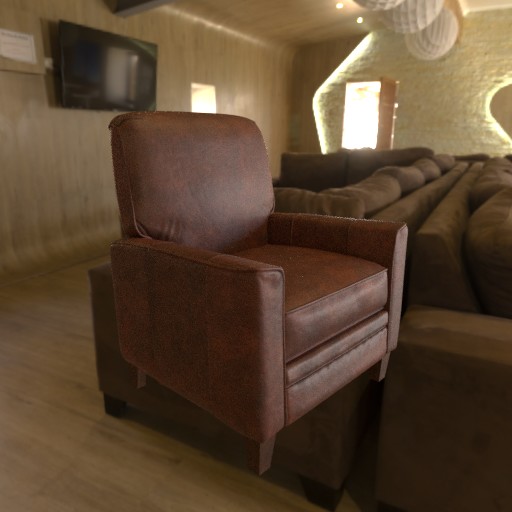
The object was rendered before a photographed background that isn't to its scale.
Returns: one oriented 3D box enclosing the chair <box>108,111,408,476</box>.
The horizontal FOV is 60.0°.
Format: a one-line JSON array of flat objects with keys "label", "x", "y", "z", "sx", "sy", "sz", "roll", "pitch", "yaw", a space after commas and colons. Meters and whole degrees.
[{"label": "chair", "x": 0.000, "y": 0.000, "z": 1.651, "sx": 0.836, "sy": 1.043, "sz": 0.843, "roll": 14, "pitch": 21, "yaw": 42}]
